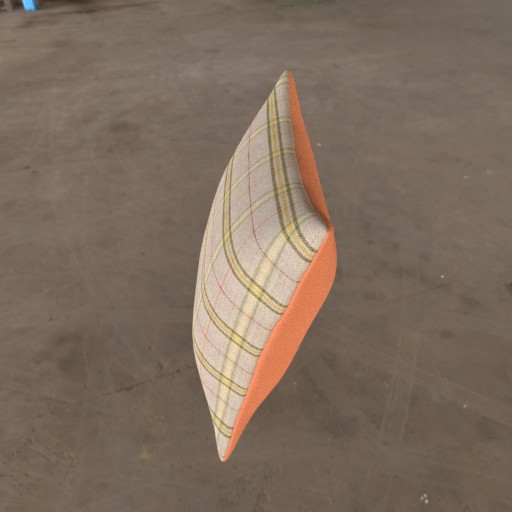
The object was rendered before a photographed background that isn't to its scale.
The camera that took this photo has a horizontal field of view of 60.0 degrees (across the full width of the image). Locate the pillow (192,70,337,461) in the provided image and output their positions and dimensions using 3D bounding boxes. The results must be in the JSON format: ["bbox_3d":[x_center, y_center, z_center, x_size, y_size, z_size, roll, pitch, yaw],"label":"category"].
[{"bbox_3d":[0.000,0.000,0.695,0.200,0.430,0.453,-1,40,-1],"label":"pillow"}]
